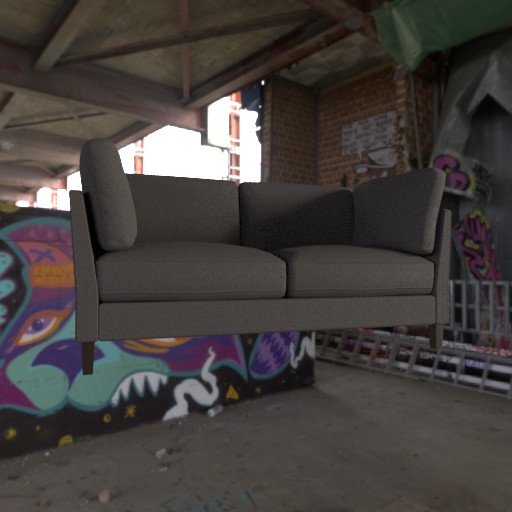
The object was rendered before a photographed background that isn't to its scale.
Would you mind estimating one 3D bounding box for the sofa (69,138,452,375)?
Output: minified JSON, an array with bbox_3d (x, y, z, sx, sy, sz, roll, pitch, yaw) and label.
[{"bbox_3d":[0.000,0.000,2.316,1.751,0.920,0.969,1,-2,-19],"label":"sofa"}]
